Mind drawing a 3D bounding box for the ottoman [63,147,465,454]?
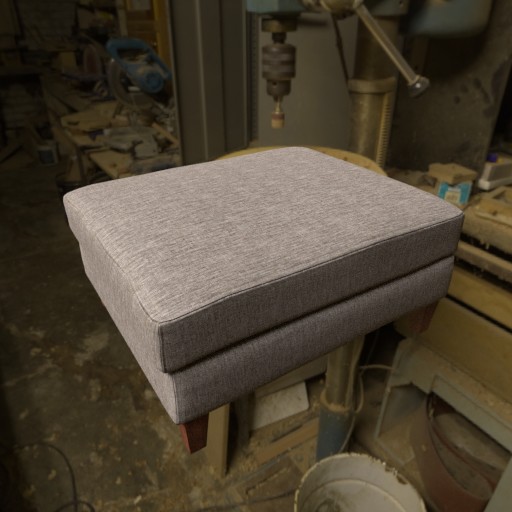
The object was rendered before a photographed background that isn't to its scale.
[{"bbox_3d":[0.000,0.000,1.465,0.994,0.492,0.839,-18,34,-28],"label":"ottoman"}]
